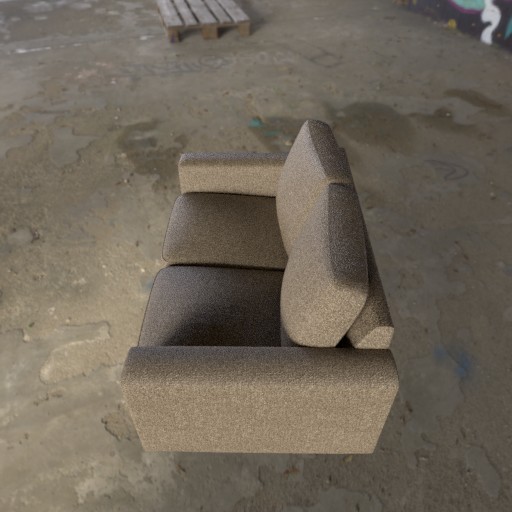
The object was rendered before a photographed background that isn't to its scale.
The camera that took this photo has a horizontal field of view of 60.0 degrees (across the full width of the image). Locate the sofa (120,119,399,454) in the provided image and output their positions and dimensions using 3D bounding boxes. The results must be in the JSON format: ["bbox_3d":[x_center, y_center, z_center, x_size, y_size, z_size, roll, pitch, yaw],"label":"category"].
[{"bbox_3d":[0.000,0.000,2.205,1.016,0.873,1.616,0,42,1],"label":"sofa"}]
